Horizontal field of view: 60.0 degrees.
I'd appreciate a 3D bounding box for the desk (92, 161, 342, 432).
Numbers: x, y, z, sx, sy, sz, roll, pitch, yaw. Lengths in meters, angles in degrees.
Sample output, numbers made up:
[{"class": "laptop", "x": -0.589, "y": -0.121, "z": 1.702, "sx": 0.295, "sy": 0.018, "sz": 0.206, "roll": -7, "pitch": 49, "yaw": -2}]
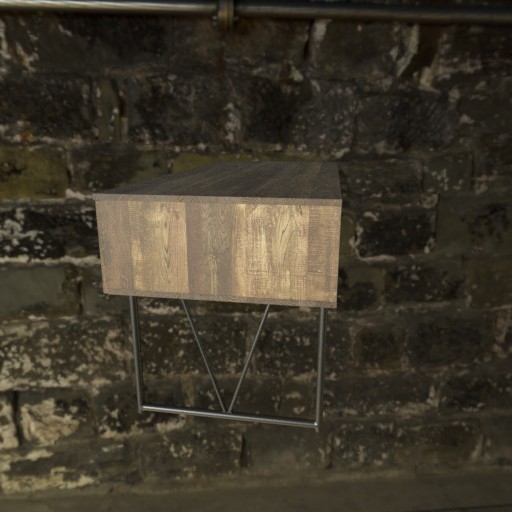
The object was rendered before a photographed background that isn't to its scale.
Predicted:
[{"class": "desk", "x": 0.000, "y": 0.000, "z": 2.091, "sx": 0.730, "sy": 0.780, "sz": 1.600, "roll": 3, "pitch": 16, "yaw": 9}]
